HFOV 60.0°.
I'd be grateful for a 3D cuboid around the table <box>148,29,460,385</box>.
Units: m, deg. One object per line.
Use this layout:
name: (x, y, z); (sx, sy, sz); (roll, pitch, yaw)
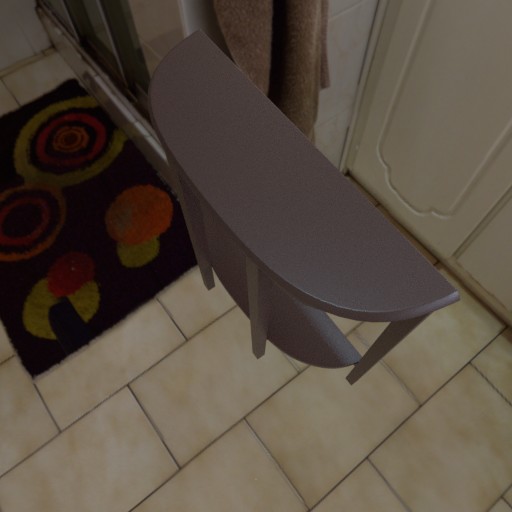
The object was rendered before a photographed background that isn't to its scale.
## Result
table: (0.000, 0.000, 1.300); (0.274, 0.831, 0.909); (-32, 68, -15)
